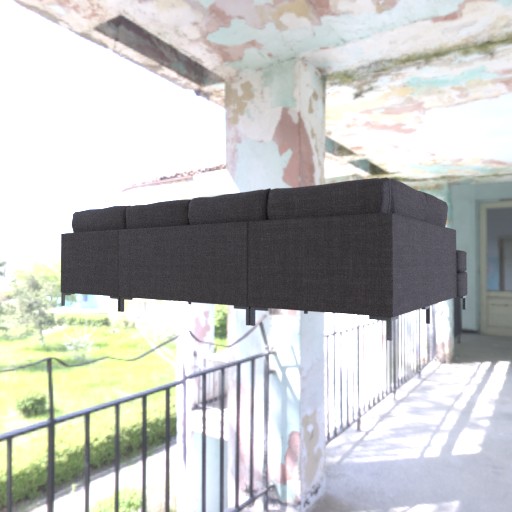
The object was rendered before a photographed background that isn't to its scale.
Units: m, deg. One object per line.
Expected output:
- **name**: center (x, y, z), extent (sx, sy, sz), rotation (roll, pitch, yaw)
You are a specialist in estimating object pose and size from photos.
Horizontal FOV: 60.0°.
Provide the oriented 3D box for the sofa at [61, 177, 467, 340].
- **sofa**: center (0.000, 0.000, 4.300), extent (3.423, 0.999, 2.048), rotation (0, -1, 35)
